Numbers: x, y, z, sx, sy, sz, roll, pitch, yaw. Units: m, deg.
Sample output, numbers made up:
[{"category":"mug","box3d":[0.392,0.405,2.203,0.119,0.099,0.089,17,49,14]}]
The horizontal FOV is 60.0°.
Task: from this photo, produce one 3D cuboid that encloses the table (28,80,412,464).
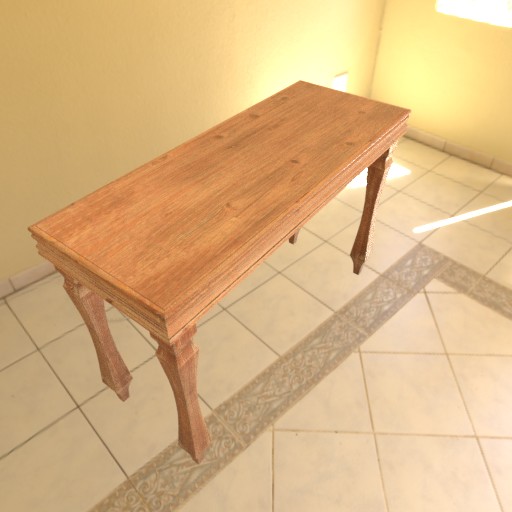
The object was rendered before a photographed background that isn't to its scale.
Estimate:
[{"category":"table","box3d":[0.000,0.000,1.747,0.522,0.873,1.330,27,48,27]}]
